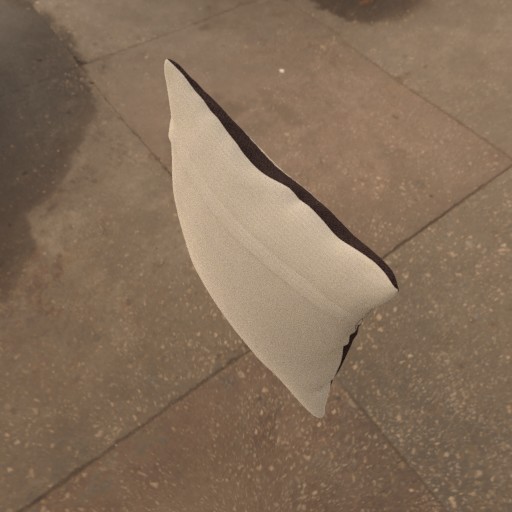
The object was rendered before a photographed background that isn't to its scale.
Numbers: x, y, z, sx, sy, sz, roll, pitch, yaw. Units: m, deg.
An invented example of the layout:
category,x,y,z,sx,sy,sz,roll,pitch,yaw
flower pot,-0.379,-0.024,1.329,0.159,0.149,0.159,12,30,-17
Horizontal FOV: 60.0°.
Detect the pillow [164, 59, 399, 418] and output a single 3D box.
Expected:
category,x,y,z,sx,sy,sz,roll,pitch,yaw
pillow,0.000,0.000,0.728,0.178,0.473,0.475,-29,62,-18
